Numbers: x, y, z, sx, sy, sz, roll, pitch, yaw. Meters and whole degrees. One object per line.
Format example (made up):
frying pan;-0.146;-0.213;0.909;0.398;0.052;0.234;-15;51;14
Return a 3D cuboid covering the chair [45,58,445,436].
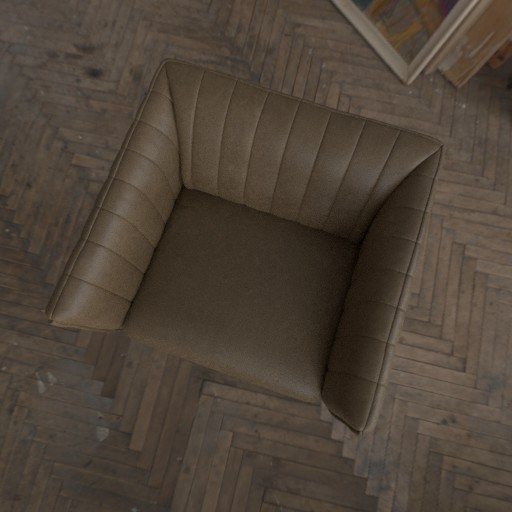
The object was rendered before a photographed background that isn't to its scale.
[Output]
chair;0.000;0.000;1.599;0.981;0.779;0.876;19;77;4
